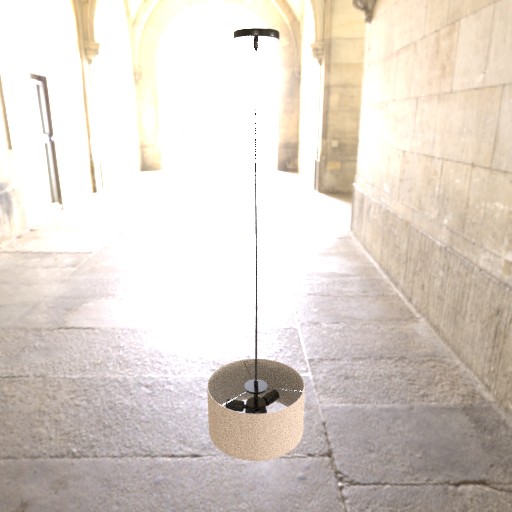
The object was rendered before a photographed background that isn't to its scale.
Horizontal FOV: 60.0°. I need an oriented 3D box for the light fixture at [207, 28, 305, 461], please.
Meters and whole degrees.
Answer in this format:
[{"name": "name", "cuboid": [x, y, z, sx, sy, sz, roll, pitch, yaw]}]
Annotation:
[{"name": "light fixture", "cuboid": [0.000, 0.000, 1.658, 0.399, 1.516, 0.399, 0, 17, 0]}]
